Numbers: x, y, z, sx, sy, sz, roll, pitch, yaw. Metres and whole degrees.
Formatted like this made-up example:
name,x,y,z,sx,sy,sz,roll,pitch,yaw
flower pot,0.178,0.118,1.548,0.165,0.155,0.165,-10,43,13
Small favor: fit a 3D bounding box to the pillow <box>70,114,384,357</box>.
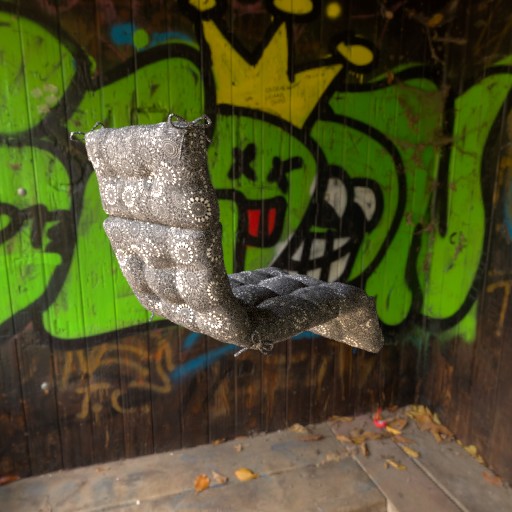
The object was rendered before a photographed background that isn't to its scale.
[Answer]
name,x,y,z,sx,sy,sz,roll,pitch,yaw
pillow,0.000,0.000,1.529,0.526,0.863,1.016,12,17,43
